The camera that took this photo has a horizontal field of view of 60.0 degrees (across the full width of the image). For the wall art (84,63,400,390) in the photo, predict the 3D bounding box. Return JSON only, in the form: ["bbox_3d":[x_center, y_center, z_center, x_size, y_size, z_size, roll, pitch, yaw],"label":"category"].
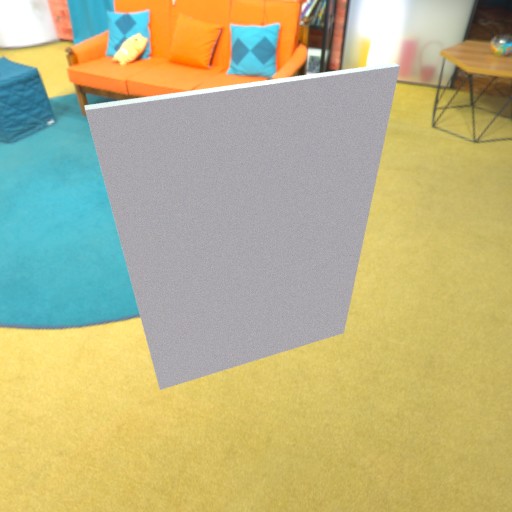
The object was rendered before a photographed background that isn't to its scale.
[{"bbox_3d":[0.000,0.000,0.689,0.381,0.533,0.013,-14,44,-15],"label":"wall art"}]
